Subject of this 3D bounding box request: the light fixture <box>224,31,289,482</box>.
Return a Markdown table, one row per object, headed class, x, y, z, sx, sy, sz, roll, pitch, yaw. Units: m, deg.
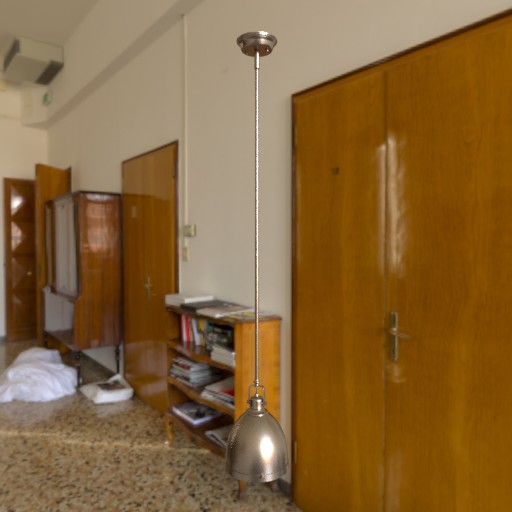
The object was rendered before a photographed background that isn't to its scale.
| class | x | y | z | sx | sy | sz | roll | pitch | yaw |
| --- | --- | --- | --- | --- | --- | --- | --- | --- | --- |
| light fixture | 0.000 | 0.000 | 1.430 | 0.217 | 1.367 | 0.211 | 0 | 2 | 17 |
